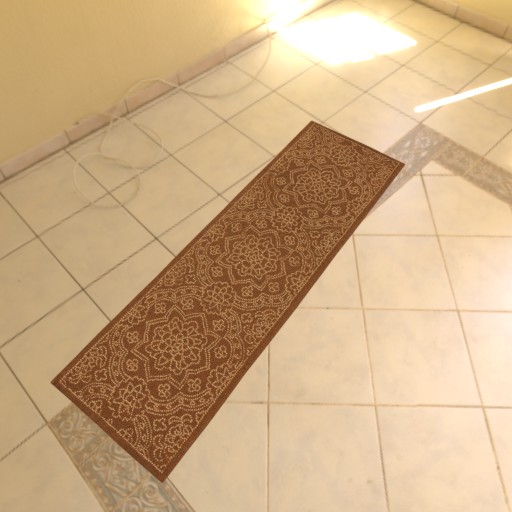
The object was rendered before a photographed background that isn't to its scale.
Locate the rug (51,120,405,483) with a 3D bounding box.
[{"bbox_3d":[0.000,0.000,2.636,0.769,0.012,2.448,32,62,19],"label":"rug"}]
